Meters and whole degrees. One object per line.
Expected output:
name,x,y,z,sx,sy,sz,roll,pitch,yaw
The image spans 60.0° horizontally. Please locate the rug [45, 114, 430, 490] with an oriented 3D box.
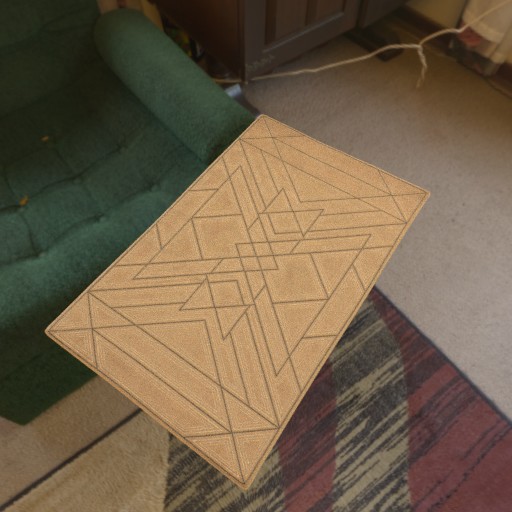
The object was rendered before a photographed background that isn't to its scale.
rug,0.000,0.000,3.099,1.575,0.023,2.459,30,63,17
